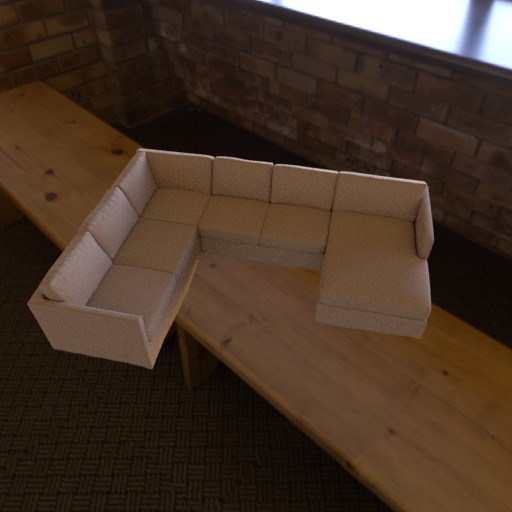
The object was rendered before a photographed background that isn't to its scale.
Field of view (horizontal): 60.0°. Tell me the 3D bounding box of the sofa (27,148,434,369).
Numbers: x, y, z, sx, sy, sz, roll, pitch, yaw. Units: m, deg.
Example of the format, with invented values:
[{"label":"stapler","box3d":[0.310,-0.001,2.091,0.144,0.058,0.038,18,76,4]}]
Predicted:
[{"label":"sofa","box3d":[0.000,0.000,4.496,3.460,0.882,2.427,8,46,8]}]
